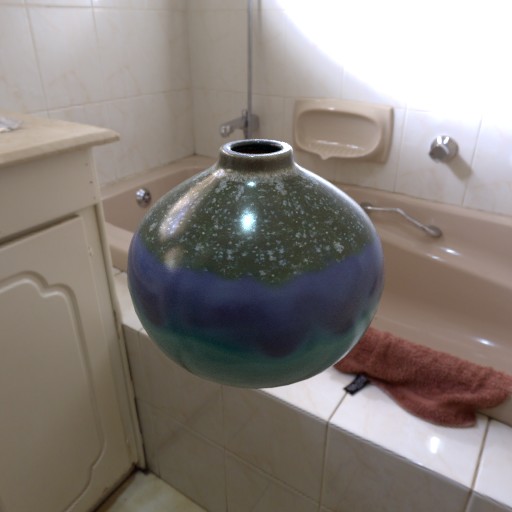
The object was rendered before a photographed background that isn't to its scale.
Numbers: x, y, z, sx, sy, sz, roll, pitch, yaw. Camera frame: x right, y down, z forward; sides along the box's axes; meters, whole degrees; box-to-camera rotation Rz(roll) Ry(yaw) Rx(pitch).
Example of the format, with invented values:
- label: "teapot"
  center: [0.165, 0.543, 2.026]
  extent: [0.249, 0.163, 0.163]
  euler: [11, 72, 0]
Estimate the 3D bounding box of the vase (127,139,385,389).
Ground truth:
- label: "vase"
  center: [0.000, 0.000, 0.271]
  extent: [0.154, 0.133, 0.154]
  euler: [0, 27, 0]
